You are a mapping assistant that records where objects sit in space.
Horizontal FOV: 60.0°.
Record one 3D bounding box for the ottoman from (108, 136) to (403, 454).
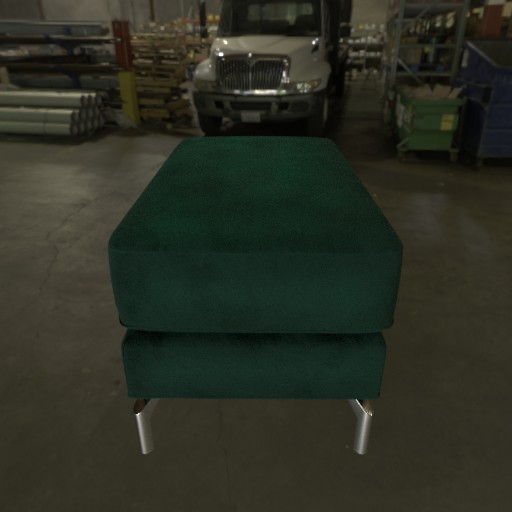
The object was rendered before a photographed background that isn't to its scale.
[{"bbox_3d":[0.000,0.000,1.238,0.536,0.533,0.886,0,27,0],"label":"ottoman"}]
